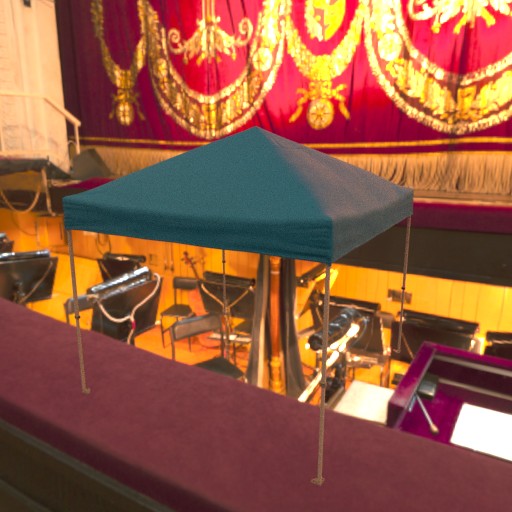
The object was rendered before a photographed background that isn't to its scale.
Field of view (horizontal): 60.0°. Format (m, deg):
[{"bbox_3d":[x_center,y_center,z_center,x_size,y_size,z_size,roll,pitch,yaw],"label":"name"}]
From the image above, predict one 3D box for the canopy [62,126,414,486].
[{"bbox_3d":[0.000,0.000,5.330,2.998,2.997,2.996,8,15,29],"label":"canopy"}]
